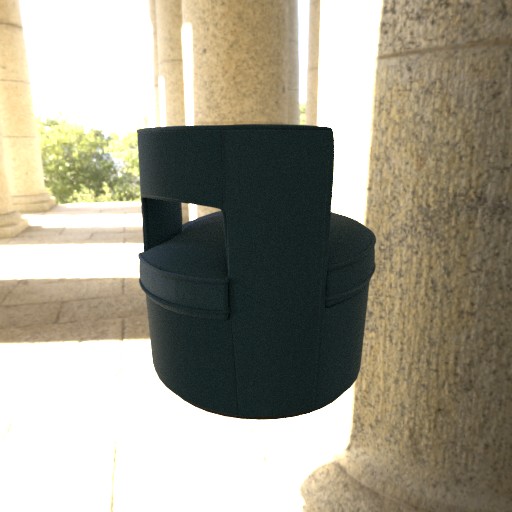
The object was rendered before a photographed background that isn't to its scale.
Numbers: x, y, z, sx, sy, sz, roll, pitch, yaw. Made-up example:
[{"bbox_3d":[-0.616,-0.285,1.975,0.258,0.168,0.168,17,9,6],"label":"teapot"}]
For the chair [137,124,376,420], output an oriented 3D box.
[{"bbox_3d":[0.000,0.000,1.295,0.660,0.711,0.684,-13,19,-43],"label":"chair"}]
